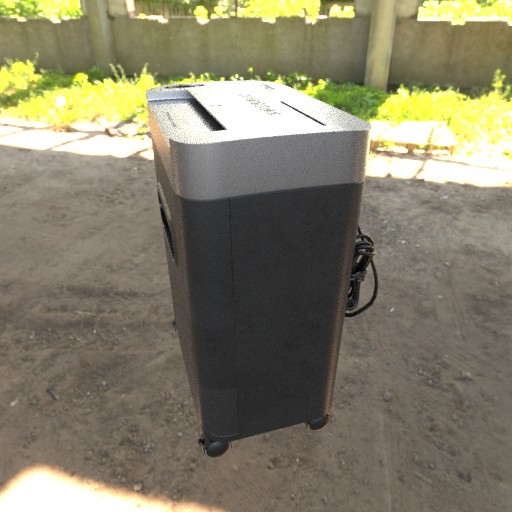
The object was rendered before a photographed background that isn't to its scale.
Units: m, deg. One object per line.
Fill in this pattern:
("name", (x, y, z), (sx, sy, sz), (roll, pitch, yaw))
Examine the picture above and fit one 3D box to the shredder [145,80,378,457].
("shredder", (0.000, 0.000, 0.616), (0.237, 0.419, 0.311), (-9, 31, -15))
